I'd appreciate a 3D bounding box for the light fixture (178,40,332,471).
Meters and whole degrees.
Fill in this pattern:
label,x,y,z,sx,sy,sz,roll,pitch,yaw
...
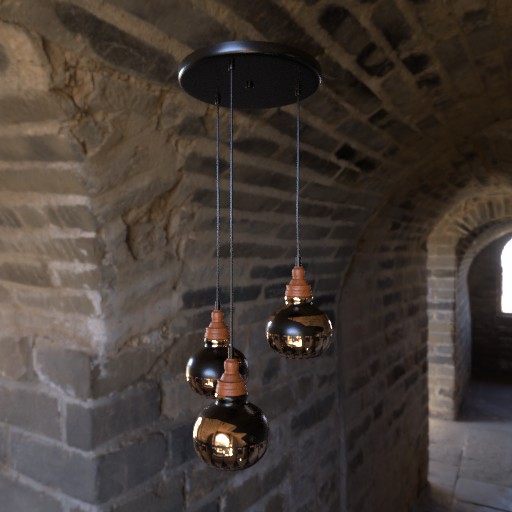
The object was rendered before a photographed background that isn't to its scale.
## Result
label,x,y,z,sx,sy,sz,roll,pitch,yaw
light fixture,0.000,0.000,1.736,0.605,1.410,0.608,0,-1,-17
